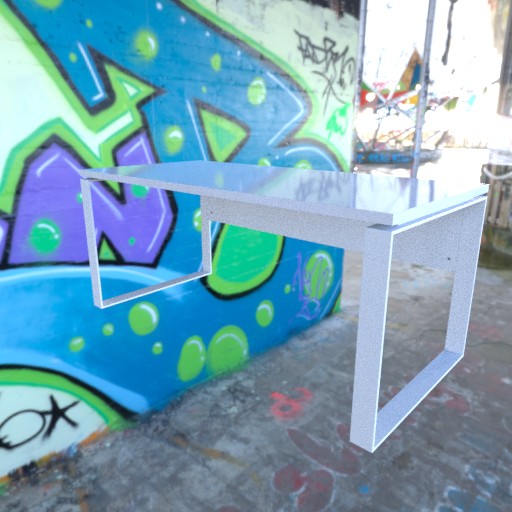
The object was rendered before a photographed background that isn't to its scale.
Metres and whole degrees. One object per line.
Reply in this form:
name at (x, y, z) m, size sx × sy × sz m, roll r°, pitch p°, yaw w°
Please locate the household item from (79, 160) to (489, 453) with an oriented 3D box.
household item at (0.000, 0.000, 2.080) m, size 1.700 × 0.745 × 0.800 m, roll 15°, pitch 22°, yaw 41°
